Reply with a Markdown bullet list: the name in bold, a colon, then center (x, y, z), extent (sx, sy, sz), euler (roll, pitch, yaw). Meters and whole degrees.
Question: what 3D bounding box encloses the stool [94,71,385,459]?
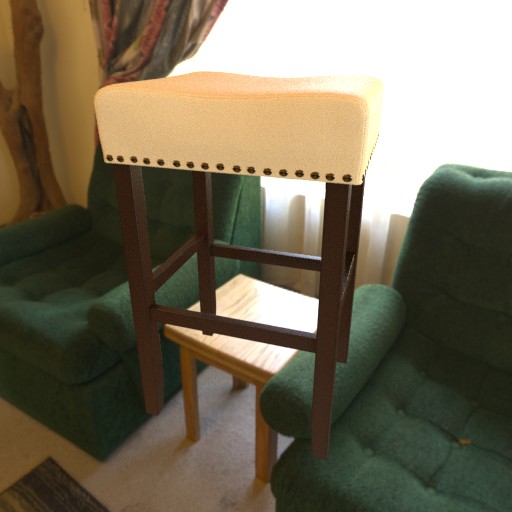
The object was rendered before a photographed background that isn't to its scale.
- **stool**: center (0.000, 0.000, 1.021), extent (0.471, 0.762, 0.401), euler (8, 27, 16)
